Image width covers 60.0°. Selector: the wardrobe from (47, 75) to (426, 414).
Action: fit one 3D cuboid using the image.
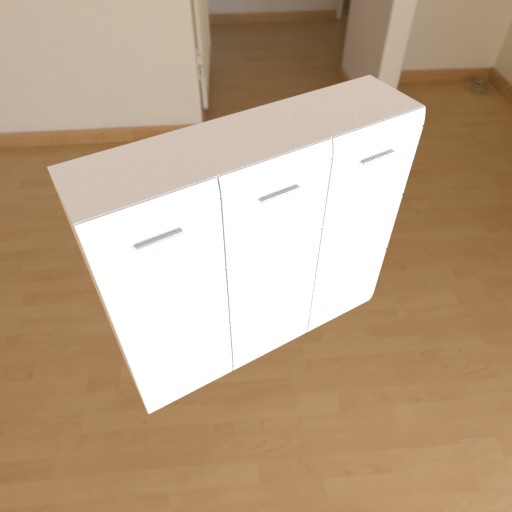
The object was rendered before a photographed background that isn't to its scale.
[{"bbox_3d":[0.000,0.000,1.976,1.340,1.200,0.360,-23,50,-21],"label":"wardrobe"}]
